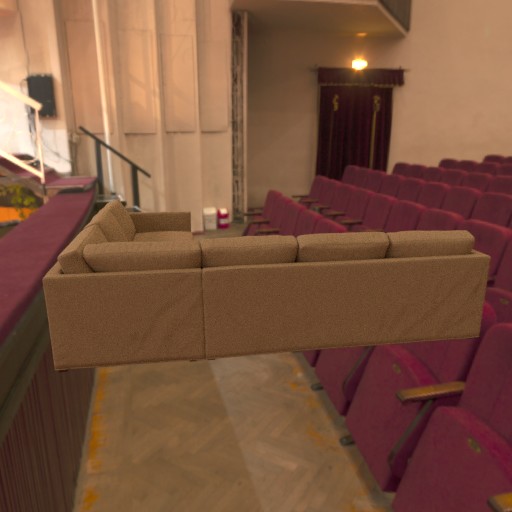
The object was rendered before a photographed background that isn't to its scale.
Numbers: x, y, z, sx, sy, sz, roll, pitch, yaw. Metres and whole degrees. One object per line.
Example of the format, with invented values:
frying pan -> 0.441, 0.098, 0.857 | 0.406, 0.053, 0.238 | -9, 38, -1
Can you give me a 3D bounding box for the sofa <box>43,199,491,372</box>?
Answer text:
sofa -> 0.000, 0.000, 4.270 | 3.182, 0.871, 2.432 | -3, 16, -9
